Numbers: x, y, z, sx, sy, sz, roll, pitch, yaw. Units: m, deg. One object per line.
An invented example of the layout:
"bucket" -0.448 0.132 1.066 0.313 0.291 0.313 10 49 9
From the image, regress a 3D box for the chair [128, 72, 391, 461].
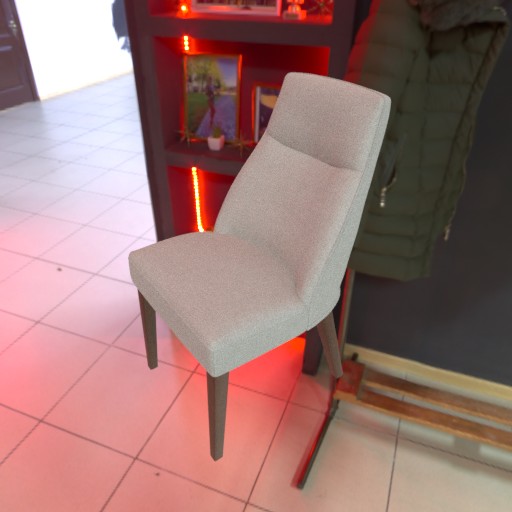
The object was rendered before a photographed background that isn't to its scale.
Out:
"chair" 0.000 0.000 1.315 0.620 0.930 0.500 -22 39 -30
